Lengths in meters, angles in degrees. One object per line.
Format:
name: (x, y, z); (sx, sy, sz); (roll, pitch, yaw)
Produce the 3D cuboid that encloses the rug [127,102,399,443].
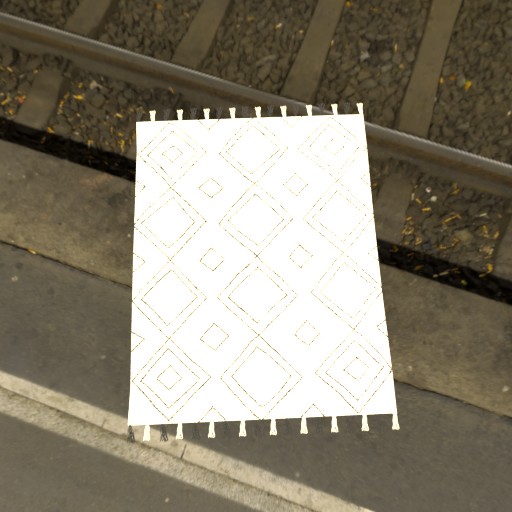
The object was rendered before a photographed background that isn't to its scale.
rug: (0.000, 0.000, 4.205); (2.342, 0.026, 3.221); (-2, 76, -1)
